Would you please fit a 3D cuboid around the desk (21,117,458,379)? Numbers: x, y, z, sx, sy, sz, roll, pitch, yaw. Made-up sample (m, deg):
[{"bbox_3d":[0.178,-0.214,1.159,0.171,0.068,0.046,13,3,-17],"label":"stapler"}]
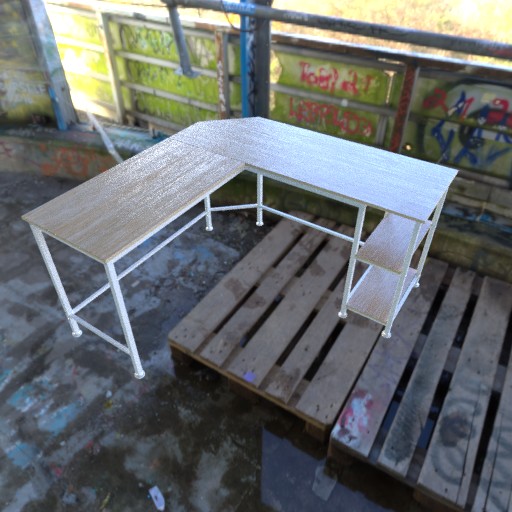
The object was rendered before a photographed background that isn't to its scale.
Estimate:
[{"bbox_3d":[0.000,0.000,2.187,1.379,0.739,1.379,23,45,25],"label":"desk"}]
